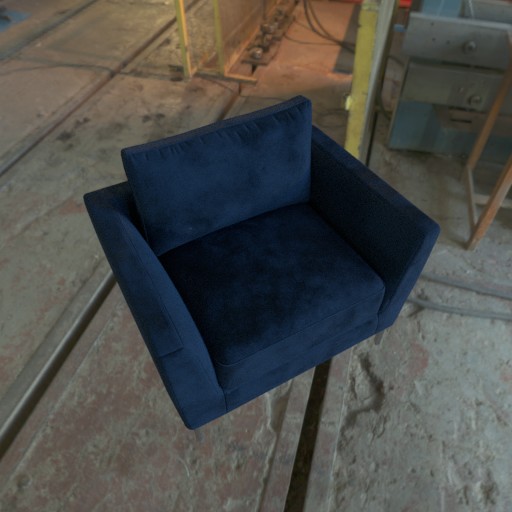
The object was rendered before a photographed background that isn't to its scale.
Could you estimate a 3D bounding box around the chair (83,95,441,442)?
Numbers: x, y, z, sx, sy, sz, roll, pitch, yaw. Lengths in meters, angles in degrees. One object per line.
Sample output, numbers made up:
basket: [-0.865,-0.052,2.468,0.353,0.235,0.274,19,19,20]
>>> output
chair: [0.000,0.000,1.633,0.977,0.893,0.746,-22,51,-20]
